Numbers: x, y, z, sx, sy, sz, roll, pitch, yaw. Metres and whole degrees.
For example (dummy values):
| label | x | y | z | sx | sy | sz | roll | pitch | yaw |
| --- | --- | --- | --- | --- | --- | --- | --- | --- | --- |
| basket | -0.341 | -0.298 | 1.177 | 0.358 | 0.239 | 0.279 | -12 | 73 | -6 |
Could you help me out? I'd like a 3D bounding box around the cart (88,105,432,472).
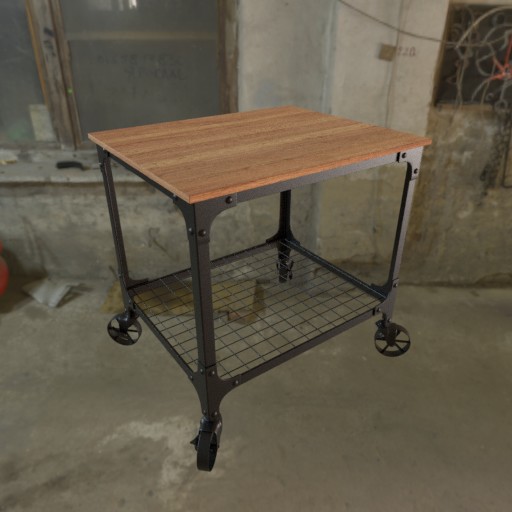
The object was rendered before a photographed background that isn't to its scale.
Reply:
| label | x | y | z | sx | sy | sz | roll | pitch | yaw |
| --- | --- | --- | --- | --- | --- | --- | --- | --- | --- |
| cart | 0.000 | 0.000 | 1.121 | 0.666 | 0.603 | 0.558 | -19 | 34 | -31 |
